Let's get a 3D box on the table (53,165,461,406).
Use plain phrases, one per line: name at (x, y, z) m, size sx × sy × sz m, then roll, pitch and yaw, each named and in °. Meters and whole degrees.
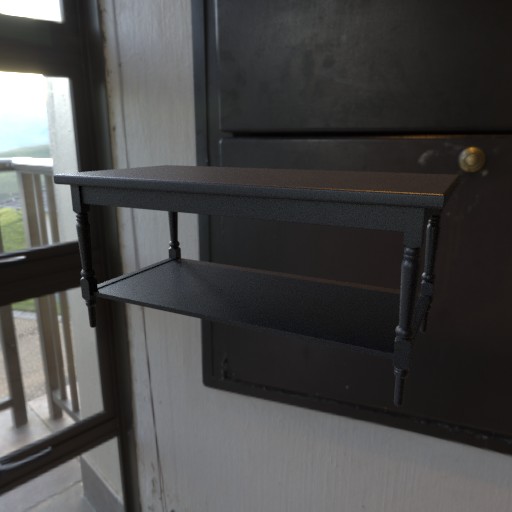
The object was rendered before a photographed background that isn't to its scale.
table at (0.000, 0.000, 1.408) m, size 1.107 × 0.510 × 0.550 m, roll 7°, pitch 17°, yaw 26°
